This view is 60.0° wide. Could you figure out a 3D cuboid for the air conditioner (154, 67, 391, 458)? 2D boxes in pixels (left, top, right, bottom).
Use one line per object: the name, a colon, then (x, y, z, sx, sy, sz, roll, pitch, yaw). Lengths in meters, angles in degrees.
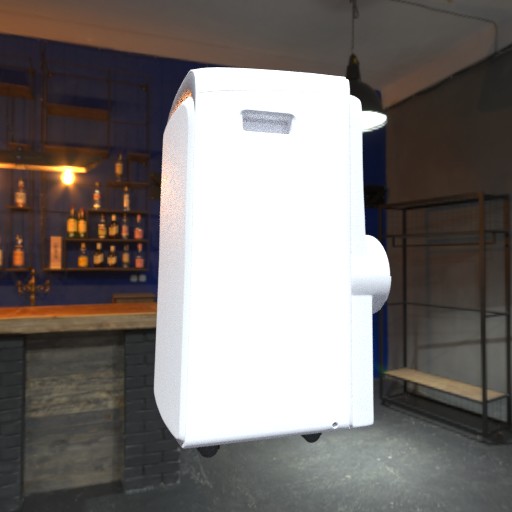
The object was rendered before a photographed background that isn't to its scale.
air conditioner: (0.000, 0.000, 1.066, 0.467, 0.765, 0.478, 0, 0, -18)
